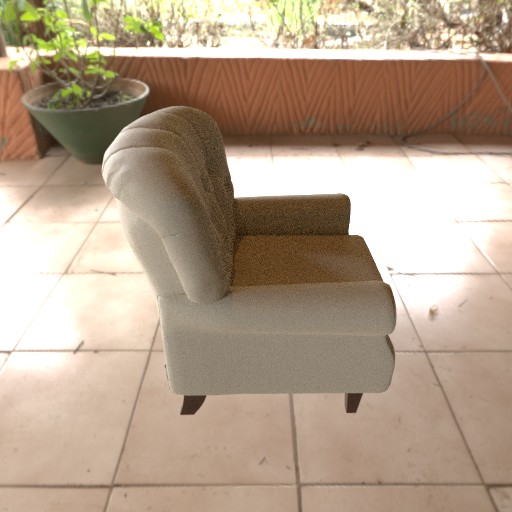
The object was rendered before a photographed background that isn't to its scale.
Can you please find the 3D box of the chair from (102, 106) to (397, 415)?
[{"bbox_3d":[0.000,0.000,1.991,1.132,1.169,1.035,0,32,-1],"label":"chair"}]
